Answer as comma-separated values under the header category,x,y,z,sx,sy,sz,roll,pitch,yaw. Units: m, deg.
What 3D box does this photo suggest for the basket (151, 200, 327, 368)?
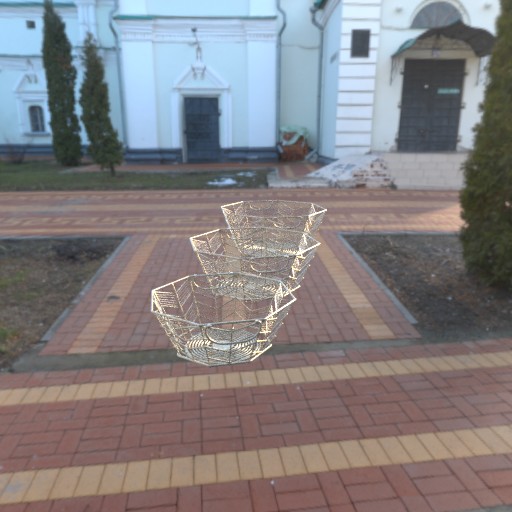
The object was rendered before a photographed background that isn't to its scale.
category,x,y,z,sx,sy,sz,roll,pitch,yaw
basket,0.000,0.000,1.422,0.432,0.178,1.246,3,16,9
